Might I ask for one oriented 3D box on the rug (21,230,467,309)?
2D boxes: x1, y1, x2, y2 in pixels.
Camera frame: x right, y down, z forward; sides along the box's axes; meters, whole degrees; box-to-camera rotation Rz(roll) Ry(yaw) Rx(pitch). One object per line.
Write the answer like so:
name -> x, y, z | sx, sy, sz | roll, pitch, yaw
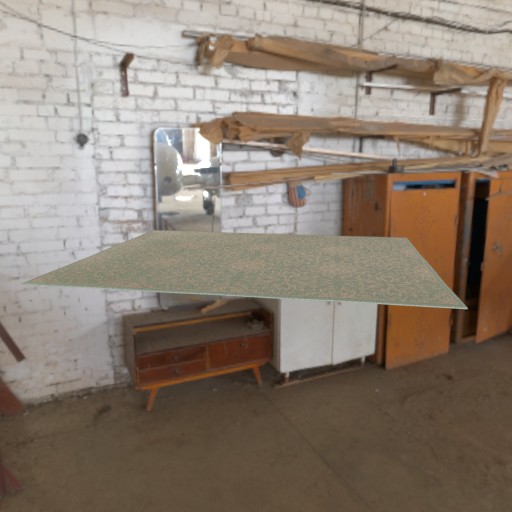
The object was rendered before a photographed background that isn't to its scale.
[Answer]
rug -> 0.000, 0.000, 4.031 | 2.980, 0.012, 2.363 | 2, 13, 10
